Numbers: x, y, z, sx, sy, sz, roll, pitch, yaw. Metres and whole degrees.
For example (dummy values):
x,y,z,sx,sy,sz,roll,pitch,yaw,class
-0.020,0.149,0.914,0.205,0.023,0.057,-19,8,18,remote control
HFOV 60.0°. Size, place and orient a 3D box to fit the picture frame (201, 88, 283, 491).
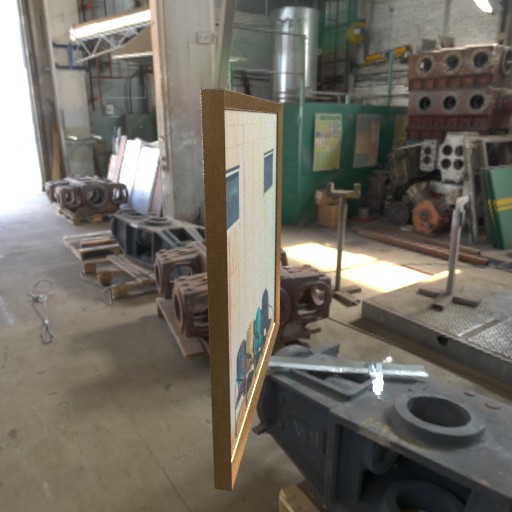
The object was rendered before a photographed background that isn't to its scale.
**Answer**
x,y,z,sx,sy,sz,roll,pitch,yaw,class
0.000,0.000,1.140,0.037,0.761,0.758,3,17,10,picture frame
